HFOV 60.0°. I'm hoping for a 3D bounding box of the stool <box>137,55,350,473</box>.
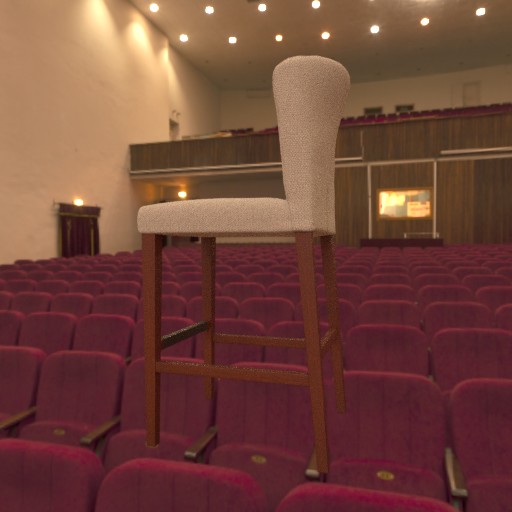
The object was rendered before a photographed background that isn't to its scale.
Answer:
[{"bbox_3d":[0.000,0.000,1.374,0.568,1.069,0.481,0,1,17],"label":"stool"}]
